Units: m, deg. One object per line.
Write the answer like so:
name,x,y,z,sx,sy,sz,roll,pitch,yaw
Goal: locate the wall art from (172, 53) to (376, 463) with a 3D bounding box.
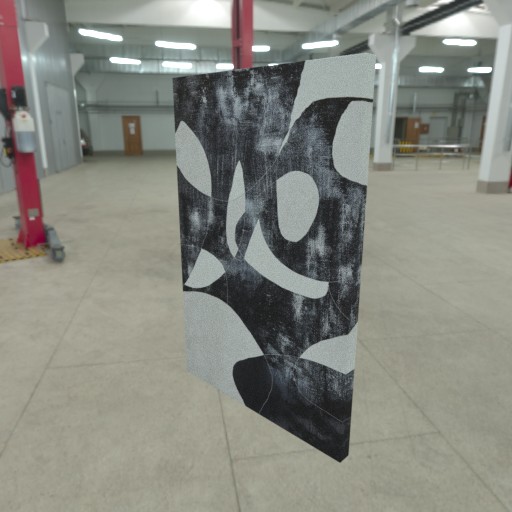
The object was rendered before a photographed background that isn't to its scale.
wall art,0.000,0.000,1.166,0.610,0.915,0.041,15,22,42
